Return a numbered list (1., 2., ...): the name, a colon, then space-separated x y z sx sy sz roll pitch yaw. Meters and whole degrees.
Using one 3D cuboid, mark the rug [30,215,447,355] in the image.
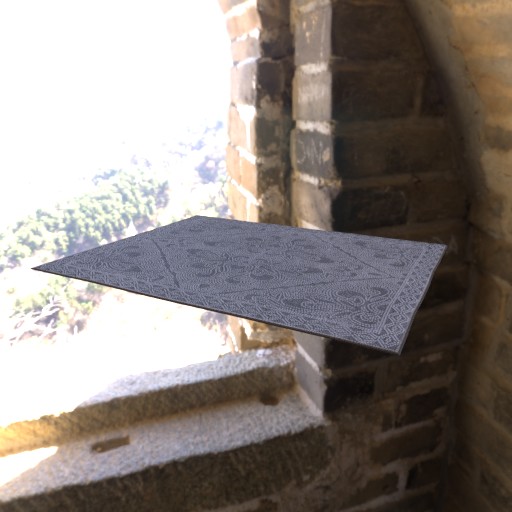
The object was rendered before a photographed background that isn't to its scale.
1. rug: 0.000 0.000 4.072 3.048 0.012 2.438 9 20 27
